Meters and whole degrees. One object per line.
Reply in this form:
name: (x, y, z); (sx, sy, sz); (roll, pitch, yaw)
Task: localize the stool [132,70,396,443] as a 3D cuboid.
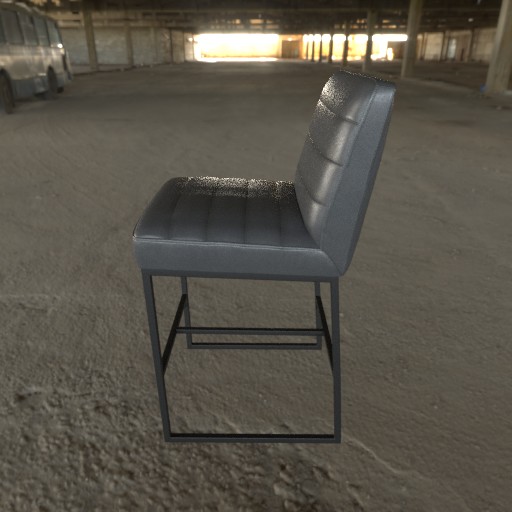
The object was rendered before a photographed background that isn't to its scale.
stool: (0.000, 0.000, 1.225); (0.552, 0.938, 0.457); (0, 25, 0)
